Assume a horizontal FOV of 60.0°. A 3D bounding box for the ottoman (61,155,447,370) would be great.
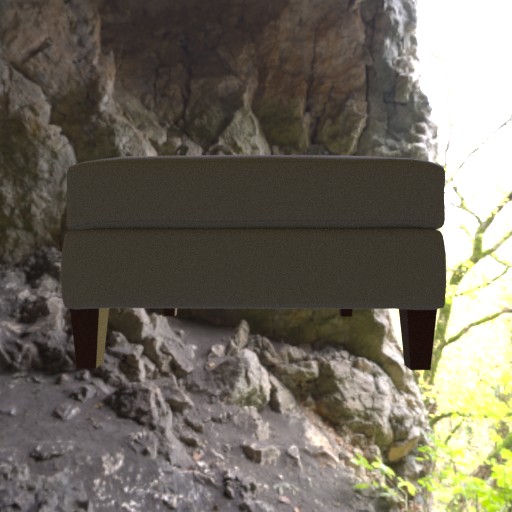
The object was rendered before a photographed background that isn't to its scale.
[{"bbox_3d":[0.000,0.000,1.406,0.836,0.492,0.976,0,0,1],"label":"ottoman"}]
